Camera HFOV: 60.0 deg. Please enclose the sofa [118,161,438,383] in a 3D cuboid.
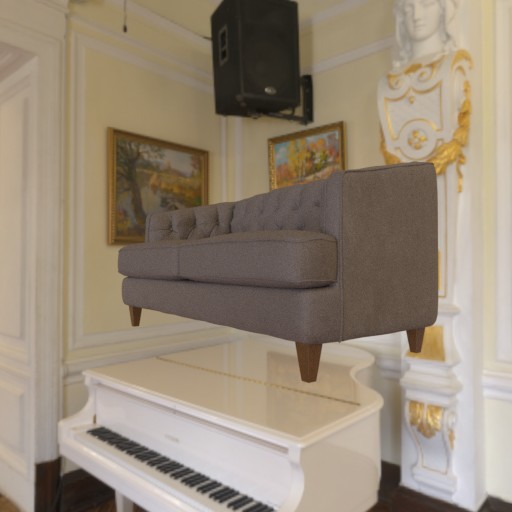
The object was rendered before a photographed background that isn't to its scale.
[{"bbox_3d":[0.000,0.000,2.320,0.941,0.855,1.733,1,-1,-36],"label":"sofa"}]
